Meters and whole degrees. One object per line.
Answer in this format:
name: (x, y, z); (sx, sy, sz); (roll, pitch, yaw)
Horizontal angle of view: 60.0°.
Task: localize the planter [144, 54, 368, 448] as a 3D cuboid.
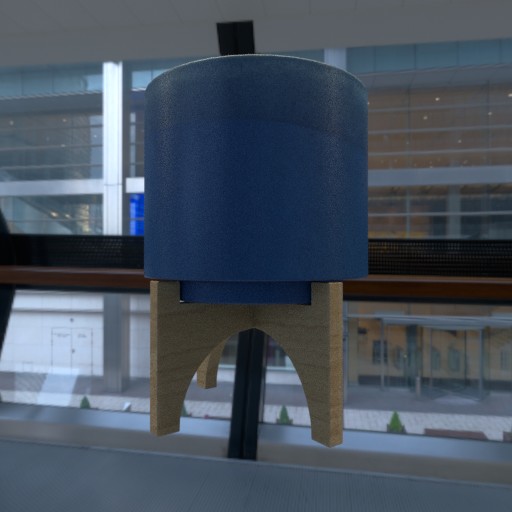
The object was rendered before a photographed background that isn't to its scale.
planter: (0.000, 0.000, 0.533); (0.261, 0.367, 0.261); (0, 0, 0)
